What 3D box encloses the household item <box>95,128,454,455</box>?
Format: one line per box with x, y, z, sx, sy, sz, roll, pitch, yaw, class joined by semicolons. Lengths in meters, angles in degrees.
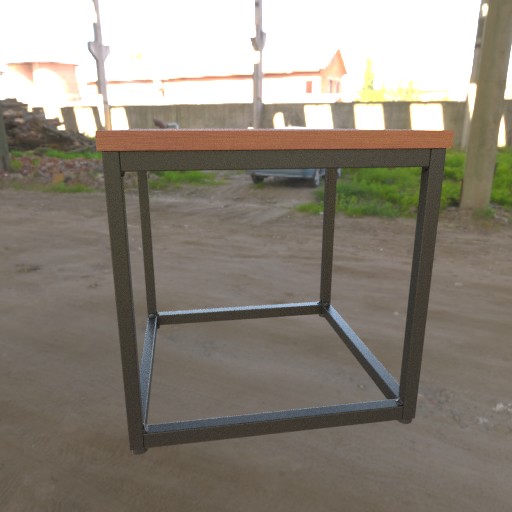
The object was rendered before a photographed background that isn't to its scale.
0.000;0.000;0.728;0.400;0.400;0.400;-3;17;-9;household item
